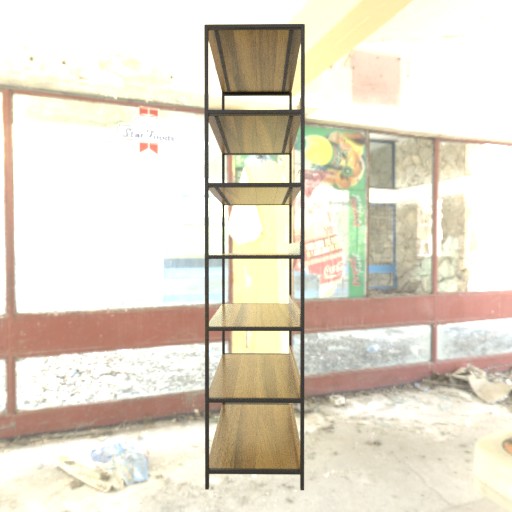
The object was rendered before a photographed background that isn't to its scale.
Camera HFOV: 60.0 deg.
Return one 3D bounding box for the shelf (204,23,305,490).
[{"bbox_3d":[0.000,0.000,2.328,0.431,2.015,0.847,0,1,1],"label":"shelf"}]
